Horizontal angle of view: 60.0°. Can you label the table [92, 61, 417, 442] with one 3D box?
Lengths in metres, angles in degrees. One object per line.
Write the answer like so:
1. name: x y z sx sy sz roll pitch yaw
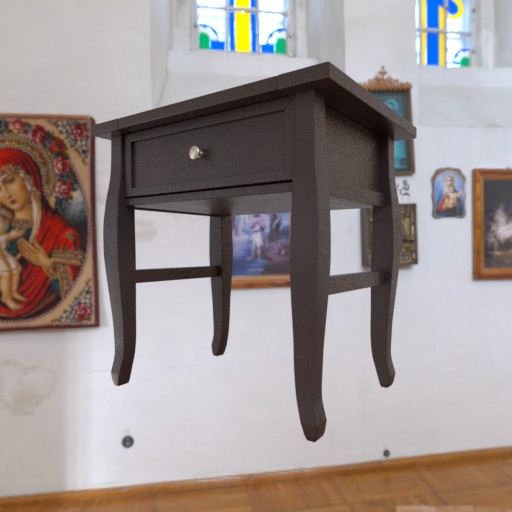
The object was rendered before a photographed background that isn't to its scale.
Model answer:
1. table: 0.000 0.000 1.038 0.602 0.605 0.460 1 1 36
